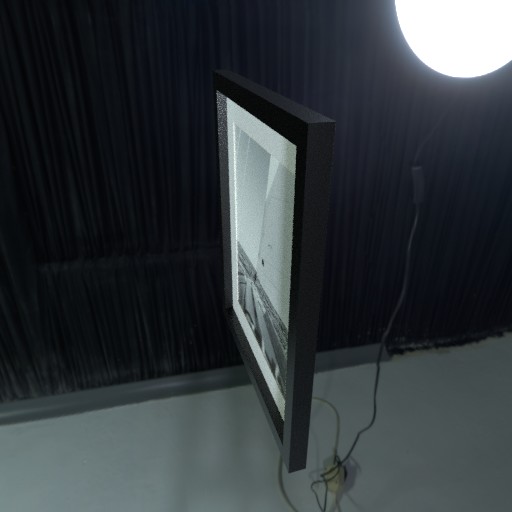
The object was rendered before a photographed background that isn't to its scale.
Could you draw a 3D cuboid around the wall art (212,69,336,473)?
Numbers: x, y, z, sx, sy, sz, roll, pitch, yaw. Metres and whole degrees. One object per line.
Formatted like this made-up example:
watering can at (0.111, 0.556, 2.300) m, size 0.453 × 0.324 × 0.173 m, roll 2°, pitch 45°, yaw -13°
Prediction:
wall art at (0.000, 0.000, 0.780) m, size 0.031 × 0.558 × 0.461 m, roll -8°, pitch 30°, yaw -15°
